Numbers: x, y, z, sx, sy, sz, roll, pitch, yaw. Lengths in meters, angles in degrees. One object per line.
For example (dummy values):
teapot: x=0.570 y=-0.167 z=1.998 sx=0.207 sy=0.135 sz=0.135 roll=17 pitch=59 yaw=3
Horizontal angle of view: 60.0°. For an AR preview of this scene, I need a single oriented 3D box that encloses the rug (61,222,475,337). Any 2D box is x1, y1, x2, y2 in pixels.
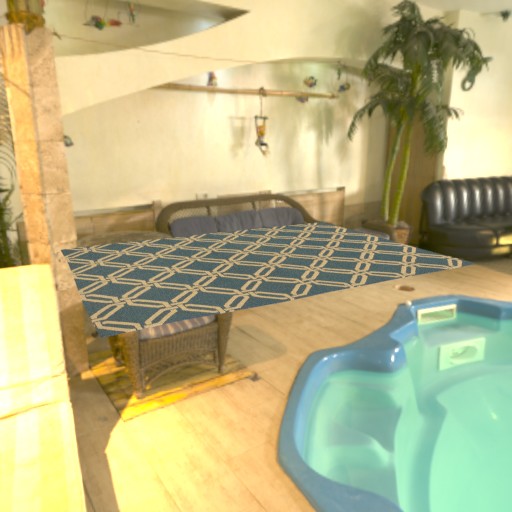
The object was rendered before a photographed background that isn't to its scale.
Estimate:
rug: x=0.000 y=0.000 z=2.766 sx=2.135 sy=0.013 sz=1.524 roll=-8 pitch=17 yaw=-27
